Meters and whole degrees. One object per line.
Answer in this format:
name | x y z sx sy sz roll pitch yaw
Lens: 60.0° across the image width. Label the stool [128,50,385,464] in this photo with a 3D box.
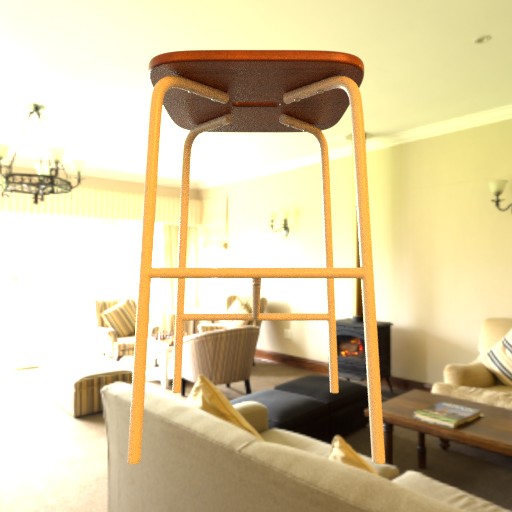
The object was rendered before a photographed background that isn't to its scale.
stool | 0.000 0.000 0.834 0.376 0.610 0.376 0 -1 0
